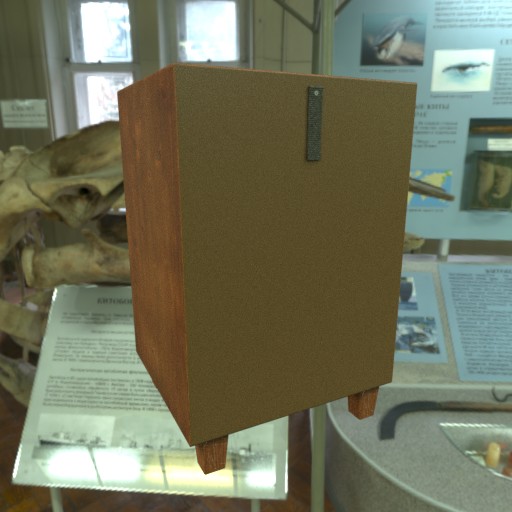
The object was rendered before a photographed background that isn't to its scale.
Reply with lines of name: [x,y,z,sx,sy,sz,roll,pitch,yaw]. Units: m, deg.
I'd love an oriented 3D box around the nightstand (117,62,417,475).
nightstand: [0.000,0.000,0.971,0.465,0.695,0.410,-7,16,-27]
